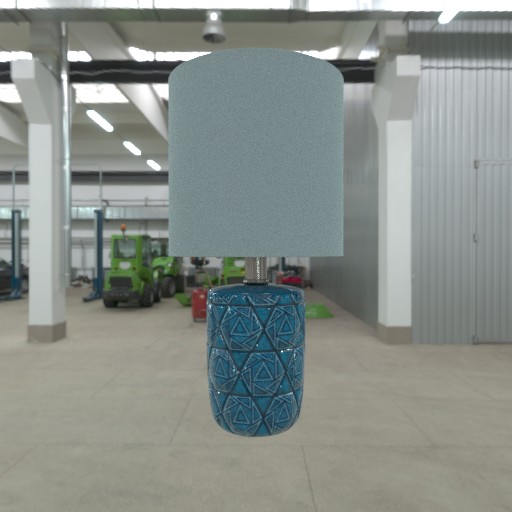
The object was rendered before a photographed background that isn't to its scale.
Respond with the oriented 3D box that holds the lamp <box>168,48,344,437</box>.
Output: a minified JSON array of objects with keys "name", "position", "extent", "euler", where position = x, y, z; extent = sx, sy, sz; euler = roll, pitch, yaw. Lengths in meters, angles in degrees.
[{"name":"lamp","position":[0.000,0.000,0.498],"extent":[0.193,0.377,0.193],"euler":[0,1,-35]}]
